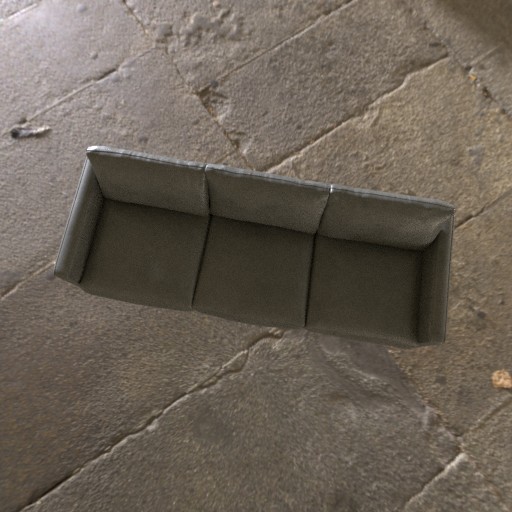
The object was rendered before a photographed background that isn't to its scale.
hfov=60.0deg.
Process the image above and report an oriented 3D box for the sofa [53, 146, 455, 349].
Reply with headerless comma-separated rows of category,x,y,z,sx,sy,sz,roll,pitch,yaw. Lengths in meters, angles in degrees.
sofa,0.000,0.000,2.456,2.029,0.805,0.748,10,76,2
